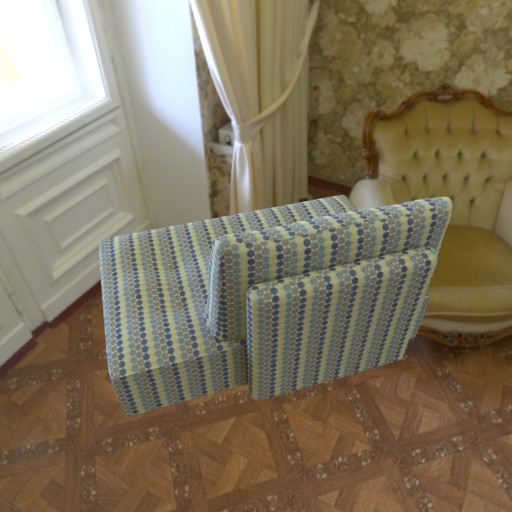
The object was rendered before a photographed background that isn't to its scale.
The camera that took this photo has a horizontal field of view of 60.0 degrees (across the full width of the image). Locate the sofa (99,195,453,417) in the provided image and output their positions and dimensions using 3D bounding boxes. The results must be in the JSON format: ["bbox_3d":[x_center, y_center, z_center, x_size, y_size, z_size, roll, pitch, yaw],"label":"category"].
[{"bbox_3d":[0.000,0.000,2.072,1.450,0.820,1.000,-12,43,-13],"label":"sofa"}]
